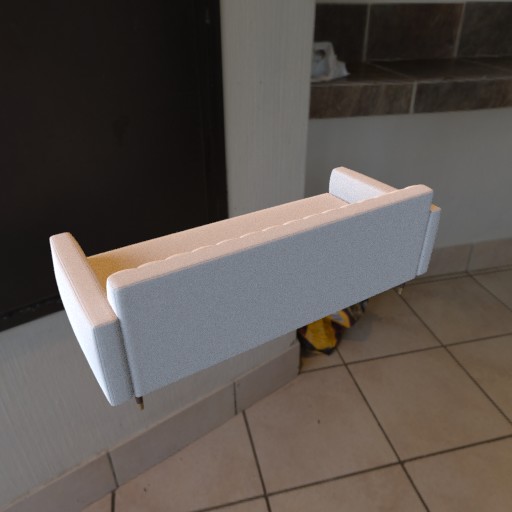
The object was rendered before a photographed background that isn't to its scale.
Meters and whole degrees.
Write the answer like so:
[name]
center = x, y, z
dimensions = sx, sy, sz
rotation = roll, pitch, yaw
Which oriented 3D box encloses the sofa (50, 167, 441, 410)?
[sofa]
center = 0.000, 0.000, 2.820
dimensions = 2.291, 0.821, 0.990
rotation = -18, 35, -27
